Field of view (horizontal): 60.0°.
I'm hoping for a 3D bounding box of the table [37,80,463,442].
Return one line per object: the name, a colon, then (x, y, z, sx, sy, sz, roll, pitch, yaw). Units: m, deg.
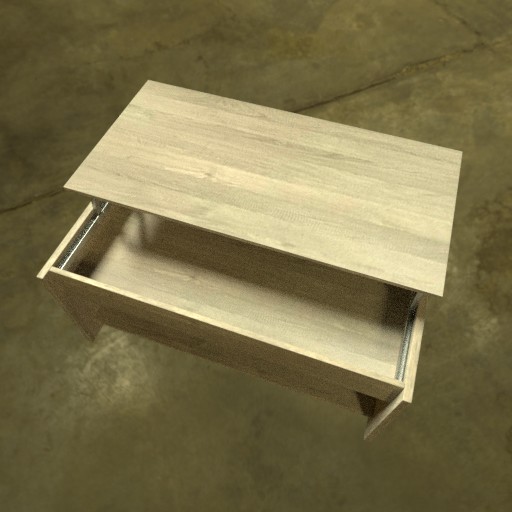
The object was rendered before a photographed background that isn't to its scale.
table: (0.000, 0.000, 1.409, 1.000, 0.570, 0.712, 16, 58, 11)
